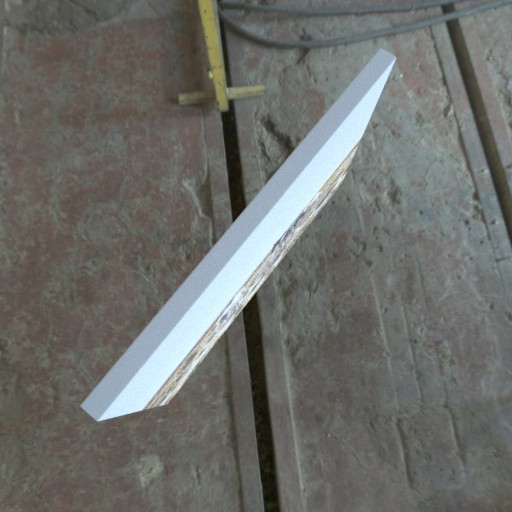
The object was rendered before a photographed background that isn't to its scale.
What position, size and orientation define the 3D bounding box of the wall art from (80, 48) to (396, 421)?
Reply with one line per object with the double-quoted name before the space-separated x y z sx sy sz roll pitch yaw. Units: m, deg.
"wall art" 0.000 0.000 1.411 0.051 0.761 1.138 37 77 10
